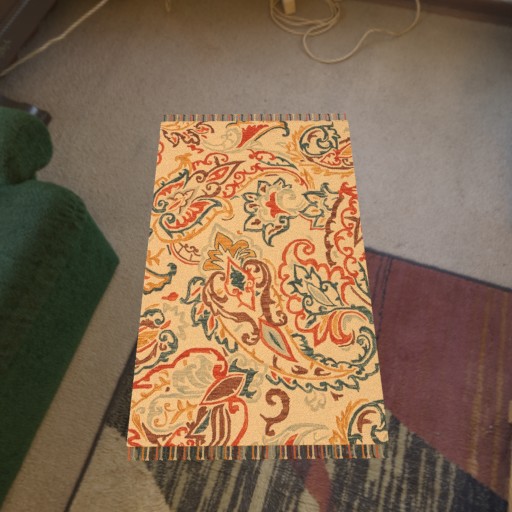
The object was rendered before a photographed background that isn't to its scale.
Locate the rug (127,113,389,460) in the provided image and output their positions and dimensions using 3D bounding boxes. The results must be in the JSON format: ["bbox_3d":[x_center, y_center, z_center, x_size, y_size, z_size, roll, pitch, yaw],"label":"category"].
[{"bbox_3d":[0.000,0.000,3.098,1.523,0.010,2.584,0,65,0],"label":"rug"}]
